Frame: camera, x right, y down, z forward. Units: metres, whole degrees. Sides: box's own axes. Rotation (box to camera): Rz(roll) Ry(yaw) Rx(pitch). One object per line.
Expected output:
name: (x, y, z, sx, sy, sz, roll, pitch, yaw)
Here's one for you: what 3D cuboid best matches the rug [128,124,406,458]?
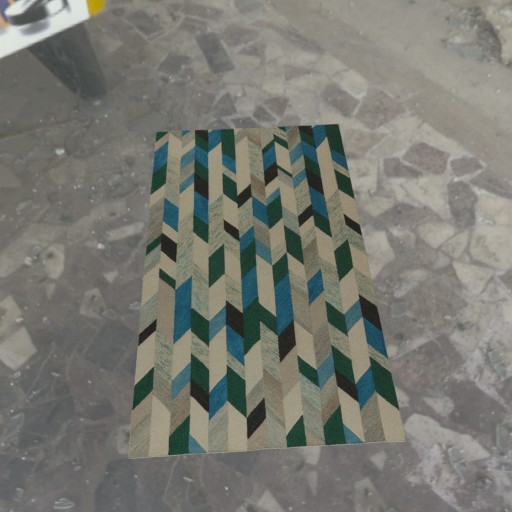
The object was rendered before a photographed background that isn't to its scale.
rug: (0.000, 0.000, 3.005, 1.507, 0.007, 2.433, -3, 60, -2)
